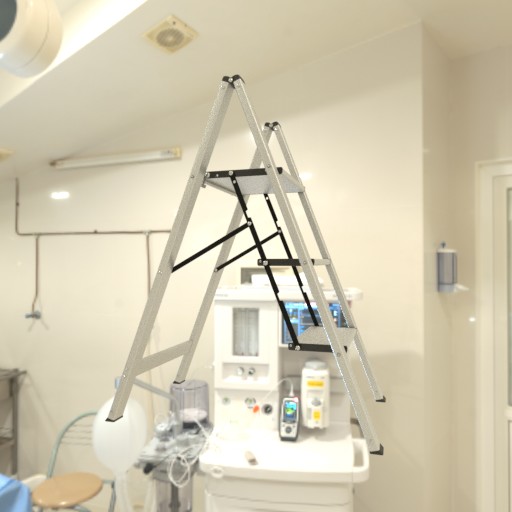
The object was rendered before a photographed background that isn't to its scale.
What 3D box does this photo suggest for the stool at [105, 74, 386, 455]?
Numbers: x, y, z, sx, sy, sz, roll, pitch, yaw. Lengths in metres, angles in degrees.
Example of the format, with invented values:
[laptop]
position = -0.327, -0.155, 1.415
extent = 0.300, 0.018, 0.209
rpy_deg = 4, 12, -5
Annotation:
[stool]
position = 0.000, 0.000, 1.314
extent = 0.730, 0.902, 0.441
rpy_deg = 0, -1, 17
